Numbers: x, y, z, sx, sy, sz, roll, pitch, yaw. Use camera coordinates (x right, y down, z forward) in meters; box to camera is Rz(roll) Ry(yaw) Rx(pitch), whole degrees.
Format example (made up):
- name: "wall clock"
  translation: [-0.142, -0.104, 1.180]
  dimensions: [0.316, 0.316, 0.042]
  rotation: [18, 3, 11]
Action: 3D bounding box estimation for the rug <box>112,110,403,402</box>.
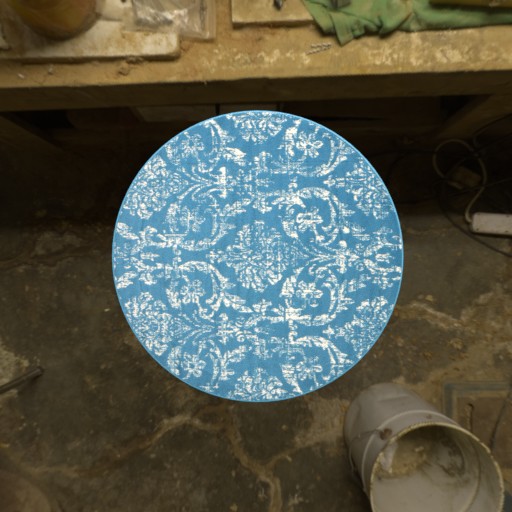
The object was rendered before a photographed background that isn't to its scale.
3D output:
- name: "rug"
  translation: [0.000, 0.000, 2.421]
  dimensions: [1.593, 0.012, 1.593]
  rotation: [0, 90, 2]
